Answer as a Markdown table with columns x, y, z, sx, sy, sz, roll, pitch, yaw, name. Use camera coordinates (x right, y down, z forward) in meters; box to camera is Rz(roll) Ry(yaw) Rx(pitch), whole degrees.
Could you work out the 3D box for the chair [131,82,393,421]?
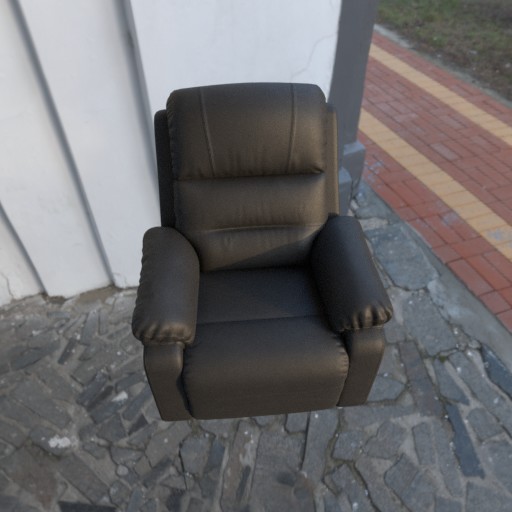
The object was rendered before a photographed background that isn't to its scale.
| x | y | z | sx | sy | sz | roll | pitch | yaw | name |
| --- | --- | --- | --- | --- | --- | --- | --- | --- | --- |
| 0.000 | 0.000 | 1.674 | 0.855 | 0.992 | 0.919 | -4 | 46 | -3 | chair |
